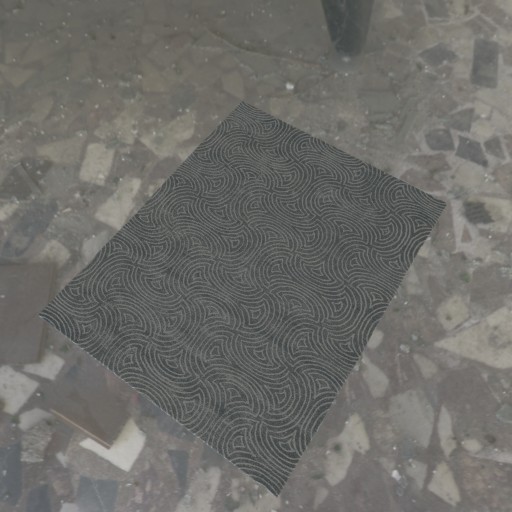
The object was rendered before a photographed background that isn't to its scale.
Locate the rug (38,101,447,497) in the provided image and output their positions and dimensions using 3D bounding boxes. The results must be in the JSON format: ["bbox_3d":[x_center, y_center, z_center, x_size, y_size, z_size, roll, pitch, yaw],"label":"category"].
[{"bbox_3d":[0.000,0.000,4.053,2.456,0.021,3.042,31,67,15],"label":"rug"}]
